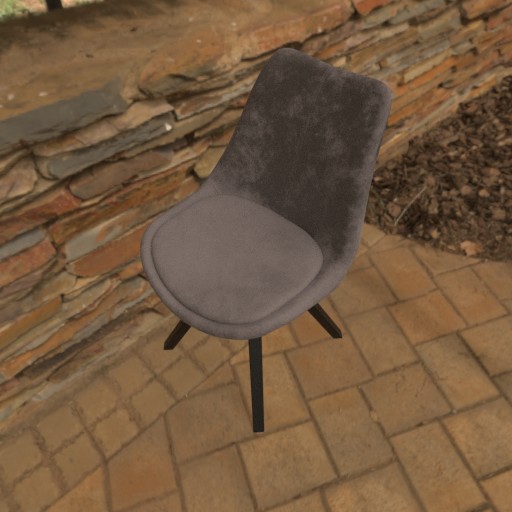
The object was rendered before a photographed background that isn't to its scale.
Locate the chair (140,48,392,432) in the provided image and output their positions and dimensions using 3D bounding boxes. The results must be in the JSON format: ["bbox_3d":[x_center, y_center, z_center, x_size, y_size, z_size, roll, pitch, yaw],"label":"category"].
[{"bbox_3d":[0.000,0.000,1.169,0.485,0.850,0.550,34,56,27],"label":"chair"}]
